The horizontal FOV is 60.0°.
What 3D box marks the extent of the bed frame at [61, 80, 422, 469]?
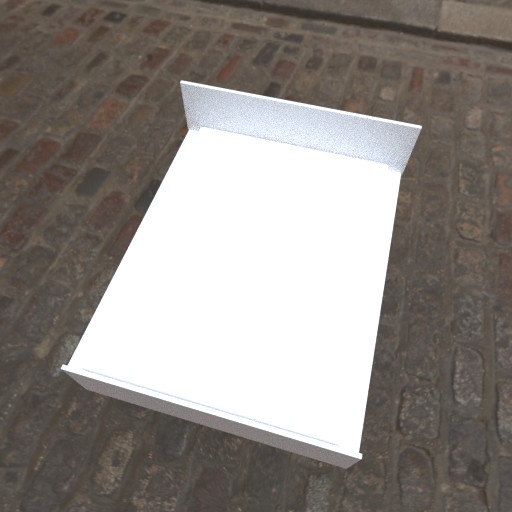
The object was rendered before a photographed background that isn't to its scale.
[{"bbox_3d":[0.000,0.000,2.770,1.622,0.800,1.960,14,60,8],"label":"bed frame"}]
